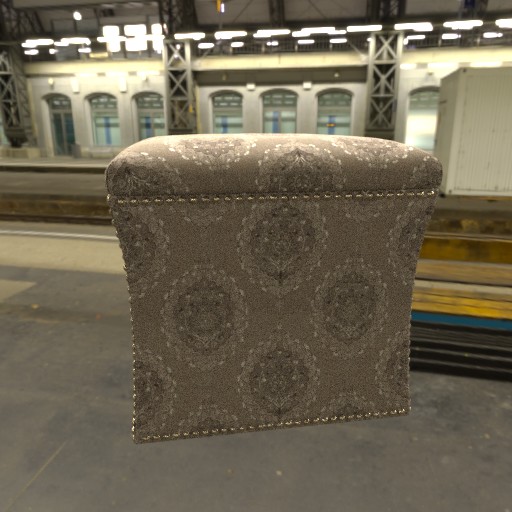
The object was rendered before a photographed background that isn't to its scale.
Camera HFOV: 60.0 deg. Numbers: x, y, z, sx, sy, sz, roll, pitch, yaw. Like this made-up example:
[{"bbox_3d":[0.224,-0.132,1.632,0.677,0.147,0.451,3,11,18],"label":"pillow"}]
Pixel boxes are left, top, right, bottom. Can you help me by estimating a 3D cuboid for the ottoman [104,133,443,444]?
[{"bbox_3d":[0.000,0.000,0.888,0.497,0.473,0.507,-3,16,-9],"label":"ottoman"}]
